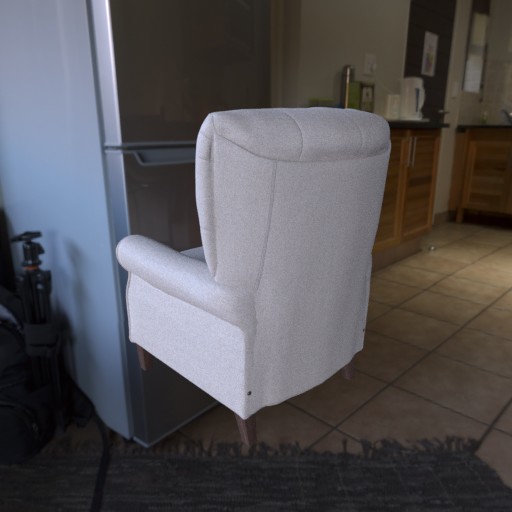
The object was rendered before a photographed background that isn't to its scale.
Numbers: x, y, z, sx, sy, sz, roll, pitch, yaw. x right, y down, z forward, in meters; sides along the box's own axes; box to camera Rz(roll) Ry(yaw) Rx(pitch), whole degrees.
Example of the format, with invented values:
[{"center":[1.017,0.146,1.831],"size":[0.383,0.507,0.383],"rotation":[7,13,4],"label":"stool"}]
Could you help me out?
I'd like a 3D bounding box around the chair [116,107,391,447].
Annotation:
[{"center":[0.000,0.000,1.919],"size":[0.942,1.209,1.025],"rotation":[-15,23,-41],"label":"chair"}]
